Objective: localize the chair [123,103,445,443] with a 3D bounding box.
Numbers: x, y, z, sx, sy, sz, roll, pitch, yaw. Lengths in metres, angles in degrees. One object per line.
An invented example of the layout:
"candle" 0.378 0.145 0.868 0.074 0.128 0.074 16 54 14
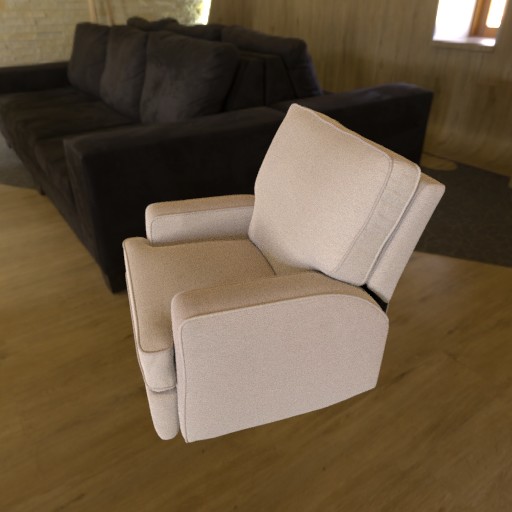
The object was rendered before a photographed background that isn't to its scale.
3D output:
"chair" 0.000 0.000 1.683 0.969 0.964 0.861 -9 32 -16
